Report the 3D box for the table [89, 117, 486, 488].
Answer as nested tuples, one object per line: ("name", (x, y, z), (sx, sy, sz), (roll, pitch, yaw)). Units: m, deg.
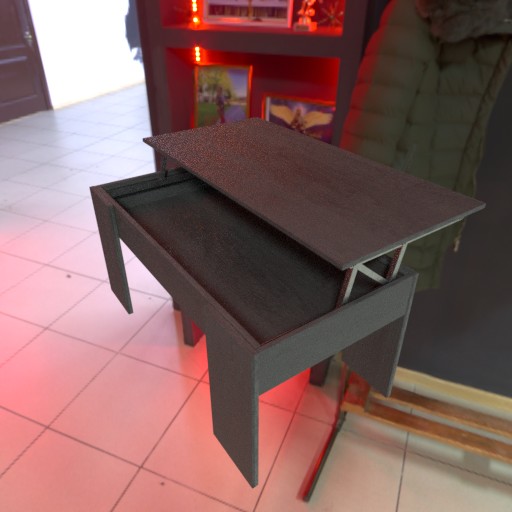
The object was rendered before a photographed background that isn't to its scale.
("table", (0.000, 0.000, 1.437), (0.711, 0.570, 1.000), (-20, 37, -29))
